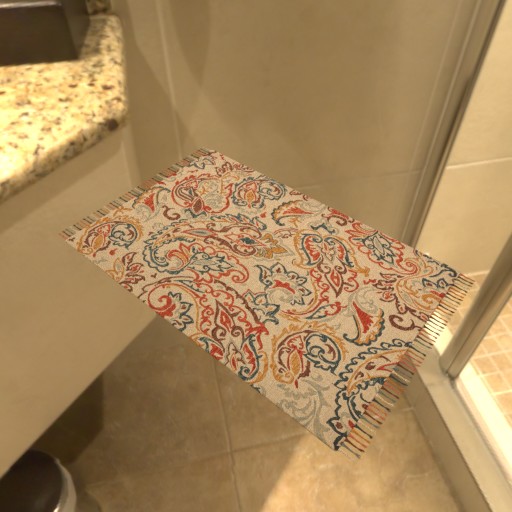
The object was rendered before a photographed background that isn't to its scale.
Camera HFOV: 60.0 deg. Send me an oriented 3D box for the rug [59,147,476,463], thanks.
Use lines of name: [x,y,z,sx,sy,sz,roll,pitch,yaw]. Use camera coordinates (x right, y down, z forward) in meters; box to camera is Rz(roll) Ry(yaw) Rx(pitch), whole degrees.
rug: [0.000,0.000,2.443,1.997,0.010,1.218,31,54,26]
